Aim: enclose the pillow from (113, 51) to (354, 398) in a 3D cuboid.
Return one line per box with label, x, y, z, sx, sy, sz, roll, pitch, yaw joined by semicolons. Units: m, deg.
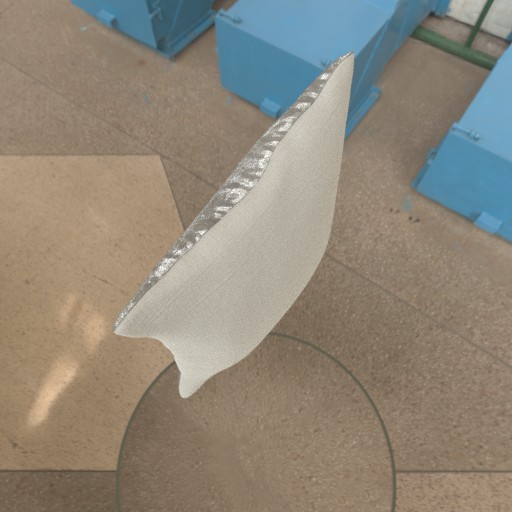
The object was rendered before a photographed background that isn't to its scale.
pillow;0.000;0.000;0.716;0.175;0.464;0.470;33;69;15
